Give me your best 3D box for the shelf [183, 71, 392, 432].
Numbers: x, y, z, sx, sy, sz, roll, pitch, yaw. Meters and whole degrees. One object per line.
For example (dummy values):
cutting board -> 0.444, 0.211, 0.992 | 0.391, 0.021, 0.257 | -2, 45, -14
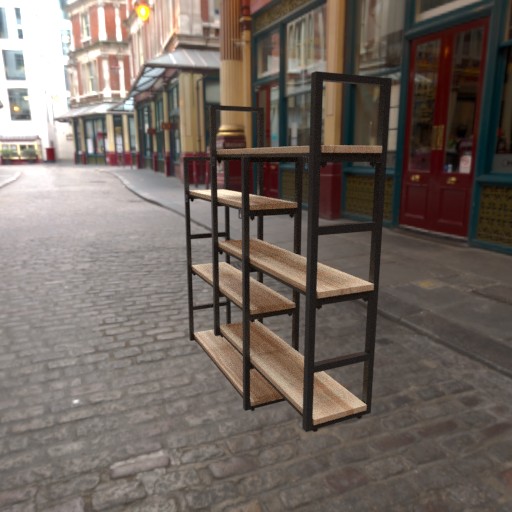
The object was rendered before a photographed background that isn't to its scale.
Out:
shelf -> 0.000, 0.000, 1.389 | 0.183, 0.921, 0.946 | -6, 14, -24
